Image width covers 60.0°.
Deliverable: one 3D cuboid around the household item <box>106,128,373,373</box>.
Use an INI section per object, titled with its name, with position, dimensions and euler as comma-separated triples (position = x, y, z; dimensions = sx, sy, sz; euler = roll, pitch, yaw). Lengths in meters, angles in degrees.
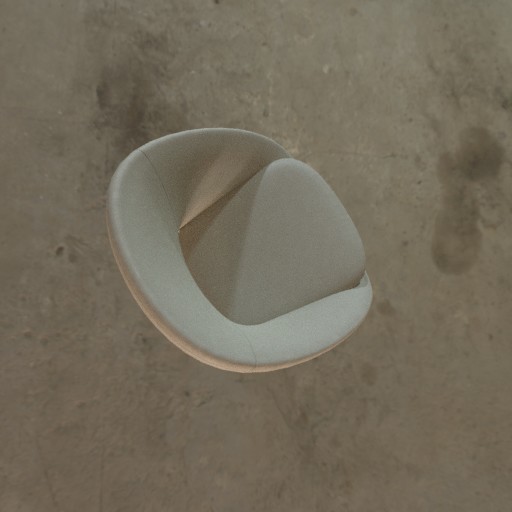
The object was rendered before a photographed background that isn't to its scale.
[household item]
position = 0.000, 0.000, 1.255
dimensions = 0.573, 0.852, 0.623
euler = -29, 79, -6
